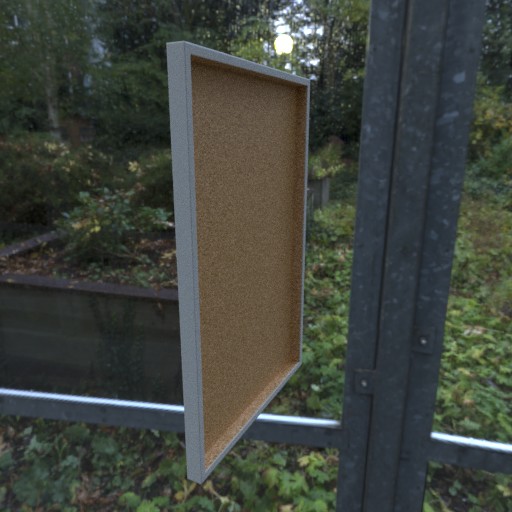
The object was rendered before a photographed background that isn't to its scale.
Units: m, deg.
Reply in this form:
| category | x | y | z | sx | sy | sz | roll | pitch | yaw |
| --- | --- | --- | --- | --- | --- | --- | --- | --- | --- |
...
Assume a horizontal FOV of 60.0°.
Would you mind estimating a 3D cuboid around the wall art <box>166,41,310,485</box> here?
| category | x | y | z | sx | sy | sz | roll | pitch | yaw |
| --- | --- | --- | --- | --- | --- | --- | --- | --- | --- |
| wall art | 0.000 | 0.000 | 1.148 | 0.038 | 0.914 | 0.610 | 8 | 17 | 26 |
